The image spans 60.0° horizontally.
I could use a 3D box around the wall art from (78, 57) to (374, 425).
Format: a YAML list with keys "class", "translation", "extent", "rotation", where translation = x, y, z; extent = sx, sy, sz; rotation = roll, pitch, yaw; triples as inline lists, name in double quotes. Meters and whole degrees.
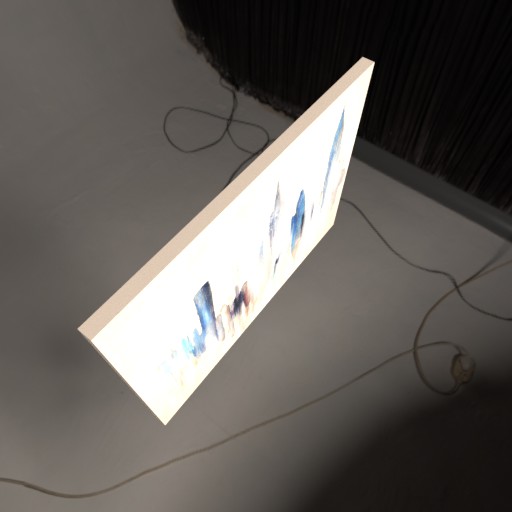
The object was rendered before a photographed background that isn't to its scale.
- class: "wall art"
  translation: [0.000, 0.000, 1.336]
  extent: [0.038, 0.762, 1.016]
  rotation: [33, 64, 19]
